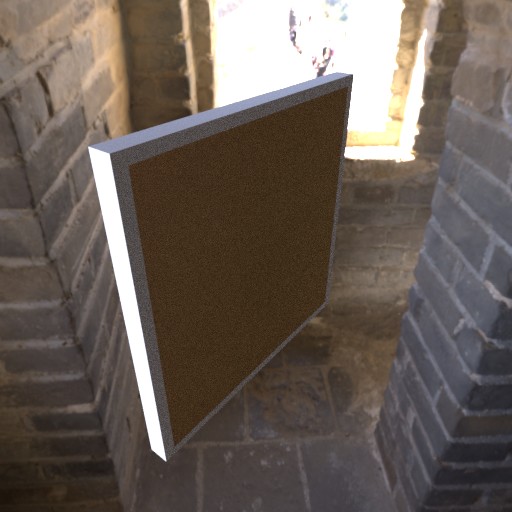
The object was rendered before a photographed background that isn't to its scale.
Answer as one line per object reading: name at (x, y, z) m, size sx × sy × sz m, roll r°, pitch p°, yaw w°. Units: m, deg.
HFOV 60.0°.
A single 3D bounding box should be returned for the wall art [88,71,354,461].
wall art at (0.000, 0.000, 0.746) m, size 0.035 × 0.507 × 0.508 m, roll 23°, pitch 39°, yaw 31°
